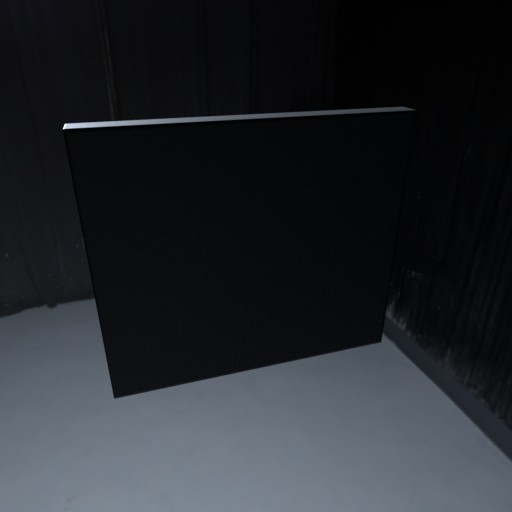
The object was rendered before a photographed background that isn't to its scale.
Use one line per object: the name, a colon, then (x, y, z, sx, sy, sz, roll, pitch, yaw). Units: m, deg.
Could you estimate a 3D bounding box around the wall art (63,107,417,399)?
wall art: (0.000, 0.000, 0.543, 0.380, 0.330, 0.028, -8, 28, -16)
